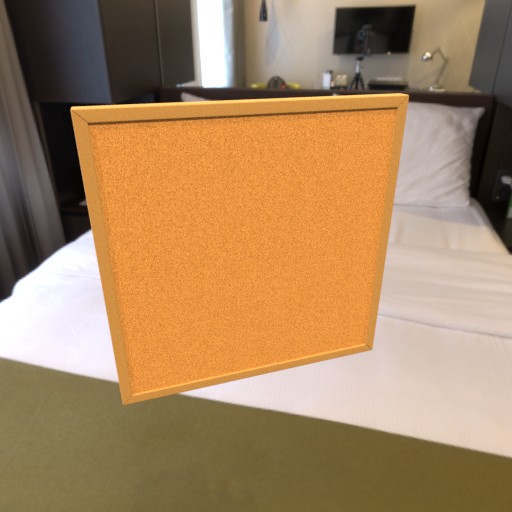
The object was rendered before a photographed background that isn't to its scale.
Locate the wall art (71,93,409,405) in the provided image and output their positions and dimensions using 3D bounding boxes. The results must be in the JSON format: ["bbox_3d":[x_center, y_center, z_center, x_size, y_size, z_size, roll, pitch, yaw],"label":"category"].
[{"bbox_3d":[0.000,0.000,1.141,0.761,0.761,0.037,-8,27,-16],"label":"wall art"}]
